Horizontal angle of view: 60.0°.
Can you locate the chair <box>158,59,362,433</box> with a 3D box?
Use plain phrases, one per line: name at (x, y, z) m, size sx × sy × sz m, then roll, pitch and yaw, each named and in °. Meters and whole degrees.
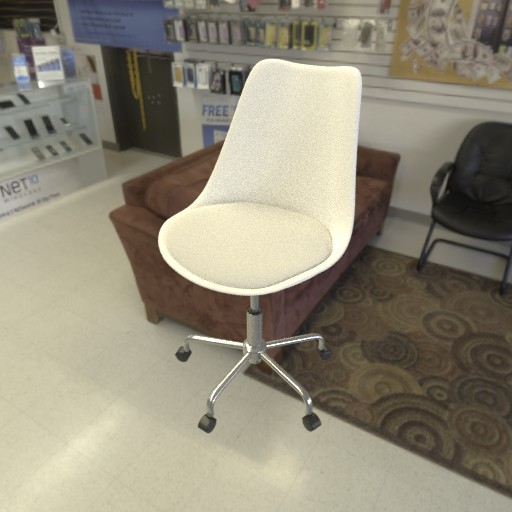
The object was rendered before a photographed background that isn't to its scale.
chair at (0.000, 0.000, 1.225) m, size 0.550 × 0.930 × 0.550 m, roll 20°, pitch 37°, yaw 29°
